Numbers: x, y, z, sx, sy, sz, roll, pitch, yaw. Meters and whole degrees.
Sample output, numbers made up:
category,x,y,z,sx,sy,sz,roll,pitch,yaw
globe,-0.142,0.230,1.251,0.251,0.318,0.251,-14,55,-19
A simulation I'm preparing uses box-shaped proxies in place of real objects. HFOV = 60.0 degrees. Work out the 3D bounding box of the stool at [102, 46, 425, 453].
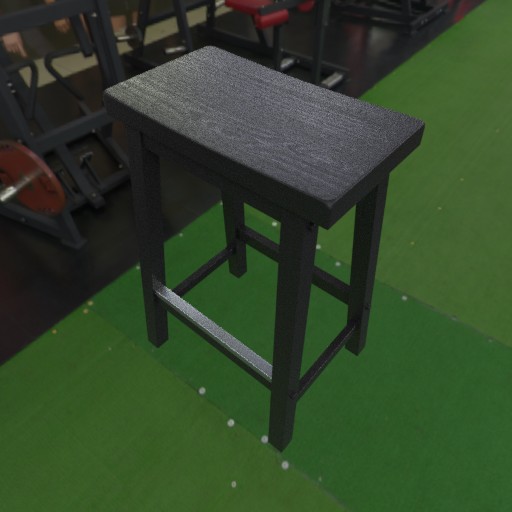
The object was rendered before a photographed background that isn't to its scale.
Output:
category,x,y,z,sx,sy,sz,roll,pitch,yaw
stool,0.000,0.000,0.840,0.406,0.610,0.322,31,54,27
